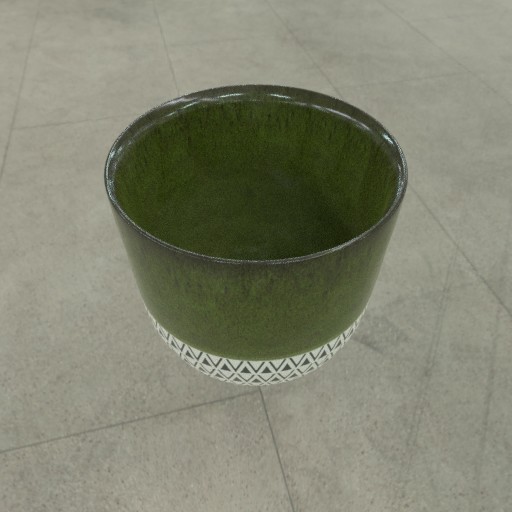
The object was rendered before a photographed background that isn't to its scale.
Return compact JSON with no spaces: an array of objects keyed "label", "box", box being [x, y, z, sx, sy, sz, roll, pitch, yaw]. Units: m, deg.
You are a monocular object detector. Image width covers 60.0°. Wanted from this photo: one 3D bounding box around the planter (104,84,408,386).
[{"label":"planter","box":[0.000,0.000,0.495,0.266,0.270,0.266,0,47,0]}]
